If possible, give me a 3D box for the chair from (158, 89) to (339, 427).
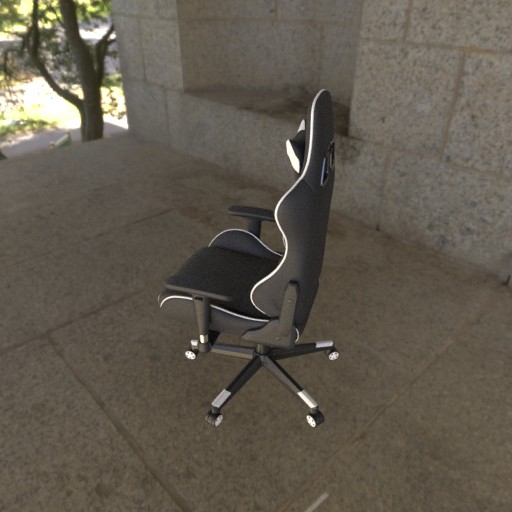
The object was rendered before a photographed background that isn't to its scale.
[{"bbox_3d":[0.000,0.000,1.712,0.700,1.240,0.700,9,33,15],"label":"chair"}]
